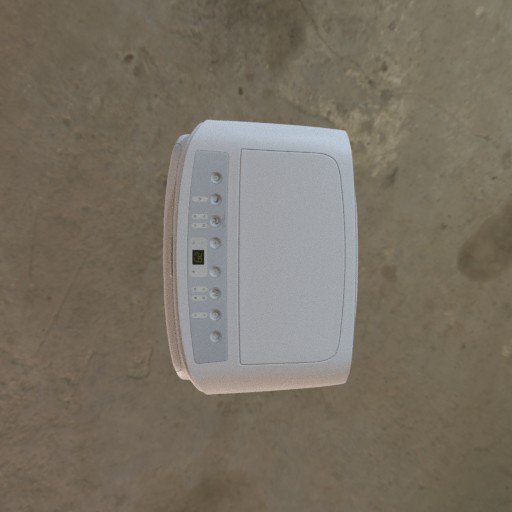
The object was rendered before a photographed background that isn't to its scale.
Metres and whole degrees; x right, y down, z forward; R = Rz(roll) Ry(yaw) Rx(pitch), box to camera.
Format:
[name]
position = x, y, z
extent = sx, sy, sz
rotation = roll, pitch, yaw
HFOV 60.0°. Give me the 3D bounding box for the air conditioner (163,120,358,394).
[air conditioner]
position = 0.000, 0.000, 0.979
extent = 0.365, 0.700, 0.454
rotation = 0, 90, 0
